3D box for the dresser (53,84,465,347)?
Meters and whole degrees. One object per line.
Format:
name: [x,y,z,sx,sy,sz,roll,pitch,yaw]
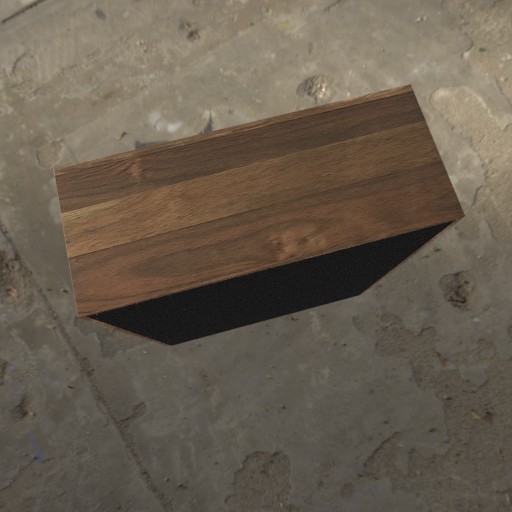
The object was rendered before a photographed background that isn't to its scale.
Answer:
dresser: [0.000,0.000,1.896,1.062,1.393,0.442,-15,75,-4]
